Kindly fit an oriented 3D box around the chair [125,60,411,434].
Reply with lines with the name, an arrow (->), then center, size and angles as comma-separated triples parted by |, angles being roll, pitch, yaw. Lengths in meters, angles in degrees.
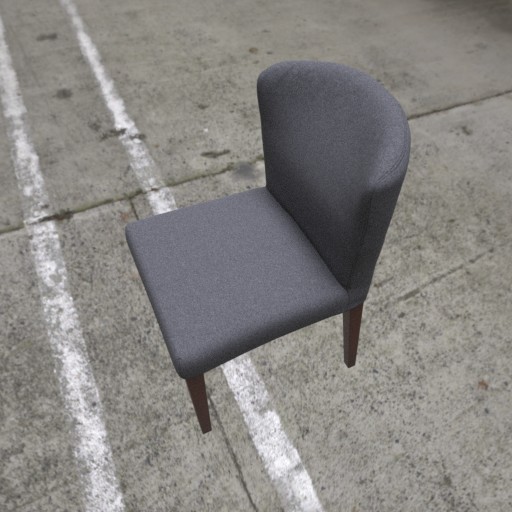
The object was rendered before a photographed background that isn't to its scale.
chair -> 0.000, 0.000, 1.166 | 0.592, 0.839, 0.491 | -20, 51, -17
